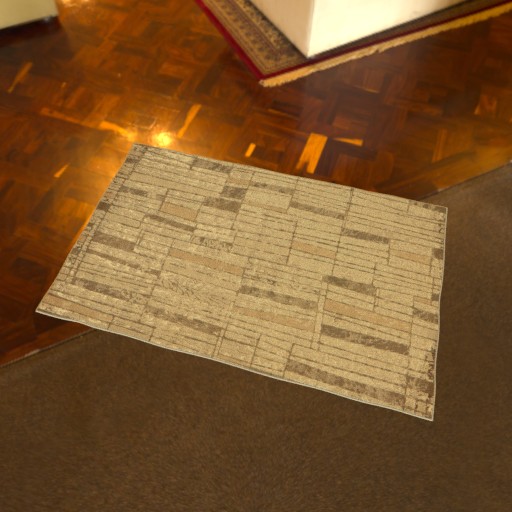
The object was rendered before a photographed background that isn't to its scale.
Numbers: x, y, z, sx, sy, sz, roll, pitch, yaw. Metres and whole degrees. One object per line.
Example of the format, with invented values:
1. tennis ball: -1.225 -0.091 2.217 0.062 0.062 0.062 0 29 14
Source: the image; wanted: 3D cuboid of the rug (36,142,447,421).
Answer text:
1. rug: 0.000 0.000 2.982 2.444 0.023 1.531 13 60 8
